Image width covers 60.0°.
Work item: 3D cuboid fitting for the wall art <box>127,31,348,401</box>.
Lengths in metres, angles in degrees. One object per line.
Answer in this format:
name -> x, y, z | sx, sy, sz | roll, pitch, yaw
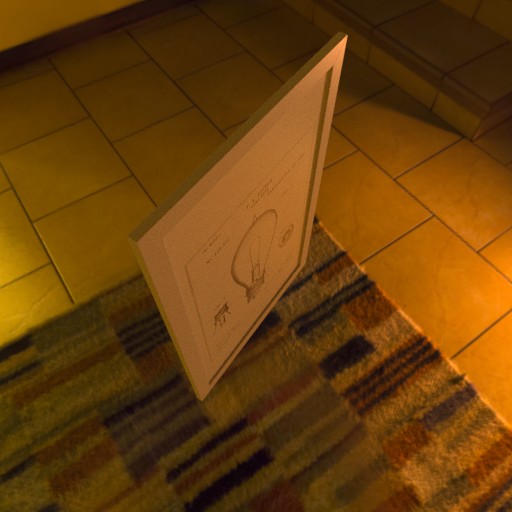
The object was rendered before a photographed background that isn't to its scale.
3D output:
wall art -> 0.000, 0.000, 0.604 | 0.010, 0.474, 0.325 | 31, 63, 18
